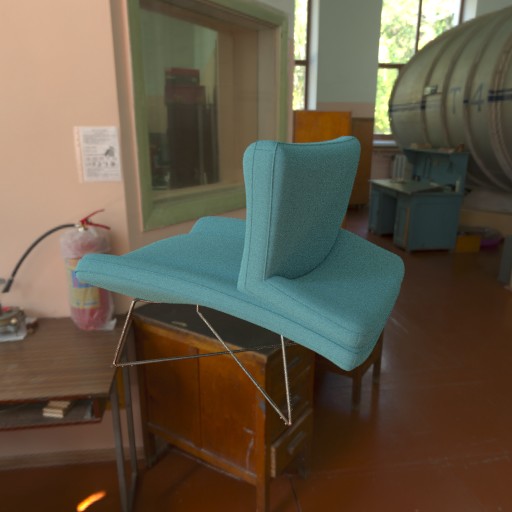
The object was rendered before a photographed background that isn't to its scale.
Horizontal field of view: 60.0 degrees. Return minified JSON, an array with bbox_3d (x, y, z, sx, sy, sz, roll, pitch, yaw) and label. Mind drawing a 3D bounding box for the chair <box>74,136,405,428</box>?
[{"bbox_3d":[0.000,0.000,1.651,1.008,0.855,0.859,8,18,25],"label":"chair"}]
